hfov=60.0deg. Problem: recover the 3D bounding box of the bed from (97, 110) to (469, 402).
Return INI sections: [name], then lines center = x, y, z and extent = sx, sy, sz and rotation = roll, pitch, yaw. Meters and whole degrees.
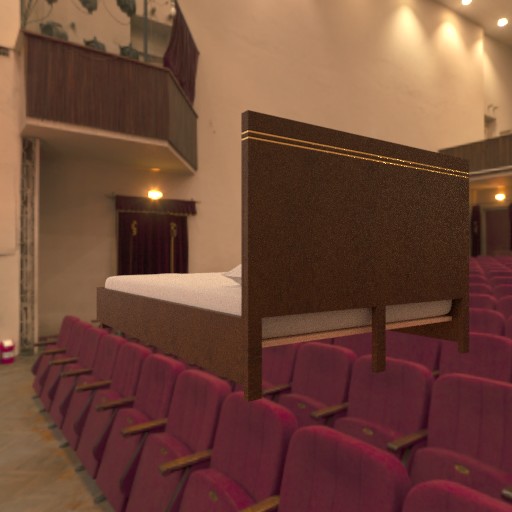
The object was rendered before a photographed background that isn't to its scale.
[bed]
center = 0.000, 0.000, 3.145
extent = 1.613, 1.169, 2.221
rotation = 0, 0, -35
